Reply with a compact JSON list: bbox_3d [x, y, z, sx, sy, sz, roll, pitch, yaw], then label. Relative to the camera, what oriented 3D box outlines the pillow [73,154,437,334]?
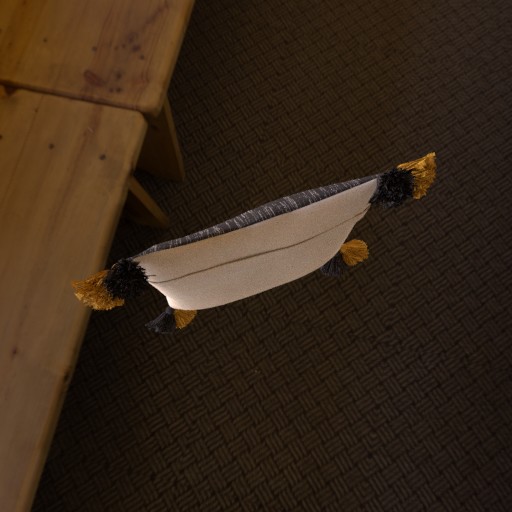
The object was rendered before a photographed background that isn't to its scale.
[{"bbox_3d":[0.000,0.000,0.977,0.654,0.659,0.139,-19,76,-5],"label":"pillow"}]
